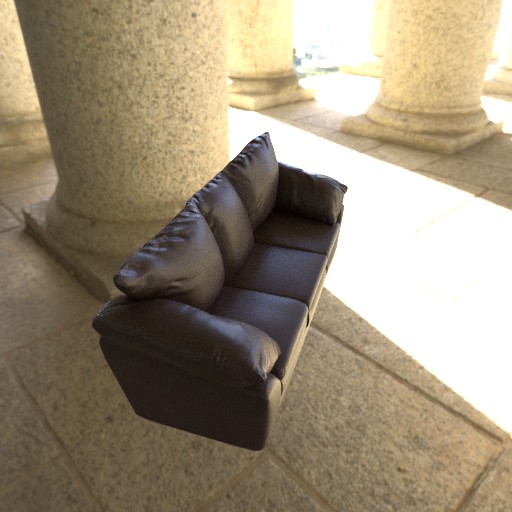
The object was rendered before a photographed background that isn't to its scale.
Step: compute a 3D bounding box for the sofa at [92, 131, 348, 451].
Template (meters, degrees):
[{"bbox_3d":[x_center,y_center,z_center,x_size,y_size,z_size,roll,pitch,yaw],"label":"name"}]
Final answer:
[{"bbox_3d":[0.000,0.000,2.958,0.907,1.091,2.390,10,32,16],"label":"sofa"}]
